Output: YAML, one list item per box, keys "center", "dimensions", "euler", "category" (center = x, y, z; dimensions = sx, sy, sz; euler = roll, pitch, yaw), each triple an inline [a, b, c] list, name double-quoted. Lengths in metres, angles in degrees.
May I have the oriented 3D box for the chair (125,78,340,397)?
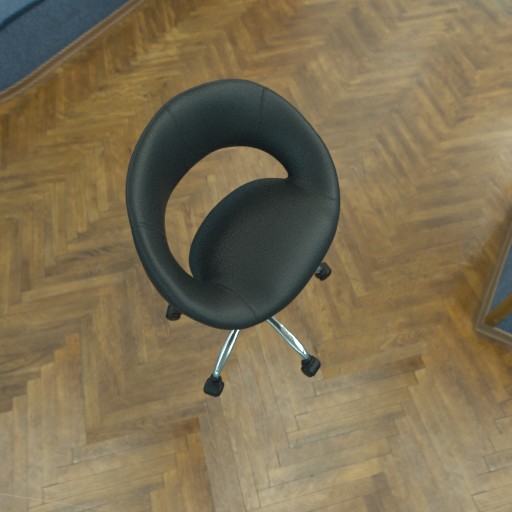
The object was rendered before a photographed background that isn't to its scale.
- center: [0.000, 0.000, 1.183]
  dimensions: [0.538, 0.791, 0.612]
  euler: [28, 62, 17]
  category: "chair"
